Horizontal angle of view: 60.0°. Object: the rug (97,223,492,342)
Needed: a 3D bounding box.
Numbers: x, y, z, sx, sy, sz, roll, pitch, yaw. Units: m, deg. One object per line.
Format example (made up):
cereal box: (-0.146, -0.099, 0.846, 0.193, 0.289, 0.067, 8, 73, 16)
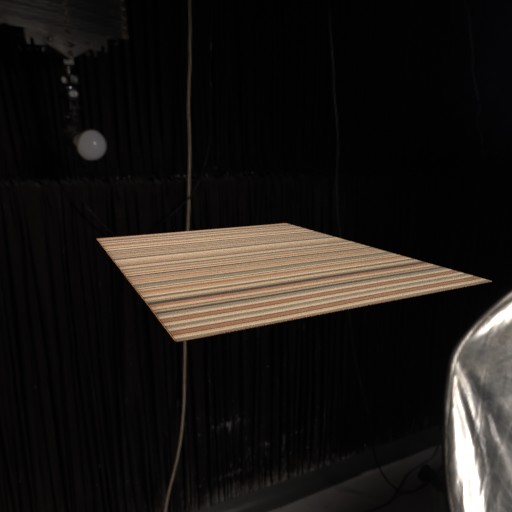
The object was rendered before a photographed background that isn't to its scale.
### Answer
rug: (0.000, 0.000, 4.109, 2.436, 0.011, 3.045, -7, 15, -26)
